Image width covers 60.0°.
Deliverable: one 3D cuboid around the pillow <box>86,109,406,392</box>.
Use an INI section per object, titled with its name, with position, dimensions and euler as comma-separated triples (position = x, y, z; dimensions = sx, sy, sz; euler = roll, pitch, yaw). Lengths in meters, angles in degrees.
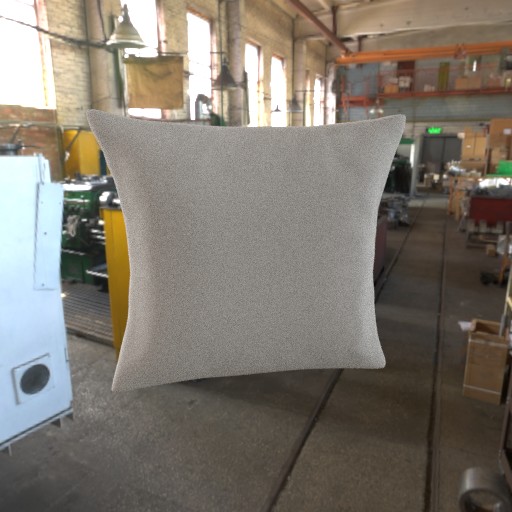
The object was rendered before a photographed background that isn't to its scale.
[pillow]
position = 0.000, 0.000, 0.819
dimensions = 0.552, 0.508, 0.166
euler = -2, 14, -10
